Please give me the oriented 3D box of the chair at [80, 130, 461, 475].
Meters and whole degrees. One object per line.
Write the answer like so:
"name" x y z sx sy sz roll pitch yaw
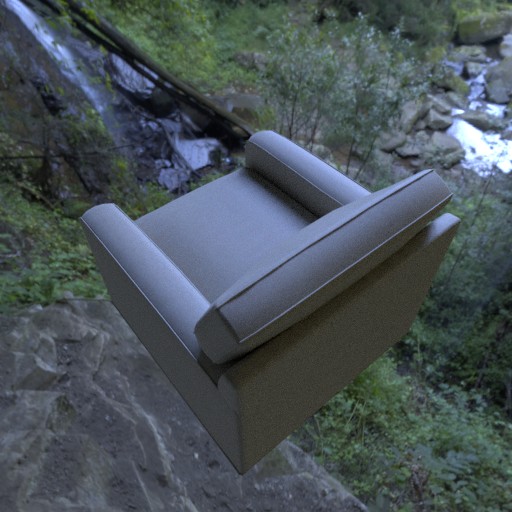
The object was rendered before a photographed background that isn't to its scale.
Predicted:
"chair" 0.000 0.000 1.794 0.998 0.913 1.043 -31 55 -25
